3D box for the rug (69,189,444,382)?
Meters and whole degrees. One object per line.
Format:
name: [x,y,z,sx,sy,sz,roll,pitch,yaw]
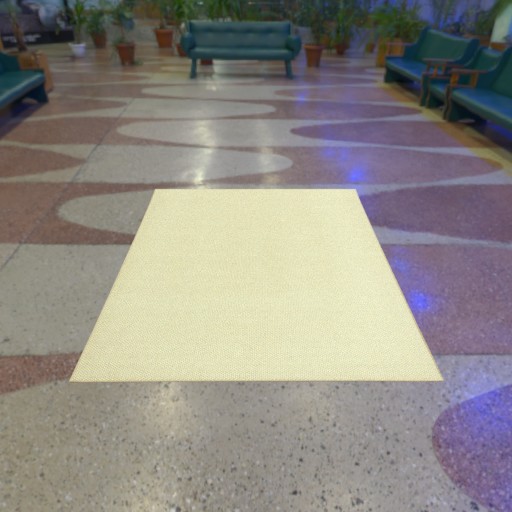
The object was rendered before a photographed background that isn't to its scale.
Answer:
rug: [0.000,0.000,4.158,2.462,0.018,3.039,0,33,0]
